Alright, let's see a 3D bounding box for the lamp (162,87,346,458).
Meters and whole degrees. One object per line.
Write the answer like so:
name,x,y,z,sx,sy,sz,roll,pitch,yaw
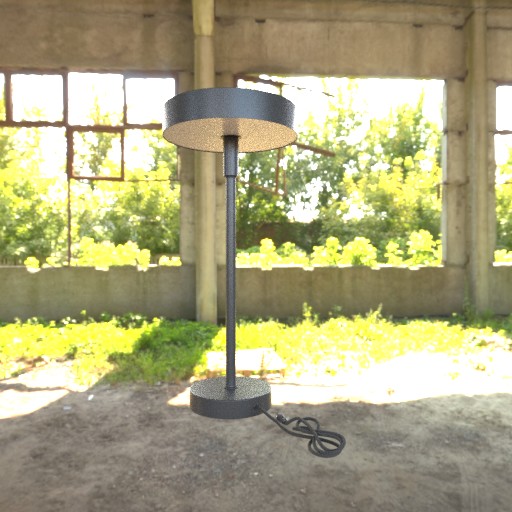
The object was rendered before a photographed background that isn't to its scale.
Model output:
lamp,0.000,0.000,0.701,0.229,0.508,0.369,0,0,-38
